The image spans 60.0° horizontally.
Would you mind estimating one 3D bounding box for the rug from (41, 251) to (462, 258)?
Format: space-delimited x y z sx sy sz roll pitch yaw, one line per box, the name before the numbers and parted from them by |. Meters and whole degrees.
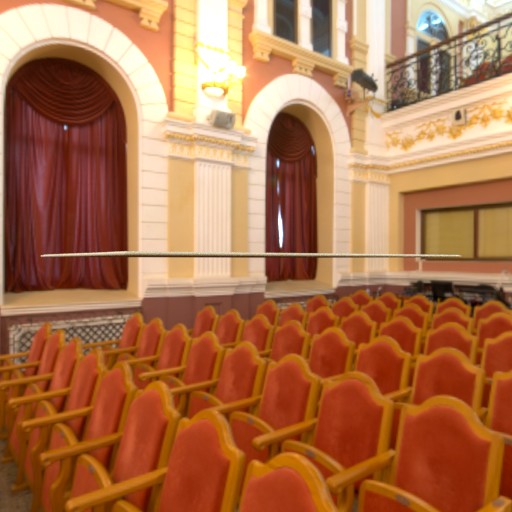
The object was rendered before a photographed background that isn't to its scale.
rug | 0.000 0.000 2.319 1.840 0.012 1.219 0 -1 -36
